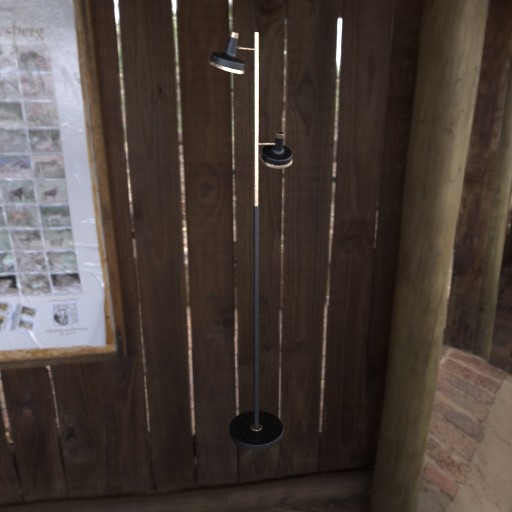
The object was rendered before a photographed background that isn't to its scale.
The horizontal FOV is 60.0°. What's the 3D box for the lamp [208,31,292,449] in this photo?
[{"bbox_3d":[0.000,0.000,1.823,0.351,1.674,0.253,-7,17,-25],"label":"lamp"}]
